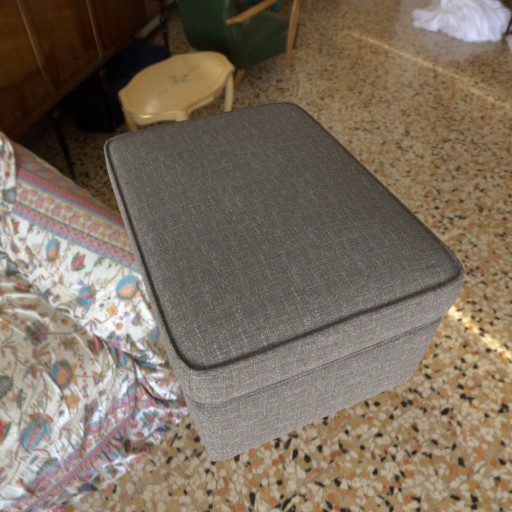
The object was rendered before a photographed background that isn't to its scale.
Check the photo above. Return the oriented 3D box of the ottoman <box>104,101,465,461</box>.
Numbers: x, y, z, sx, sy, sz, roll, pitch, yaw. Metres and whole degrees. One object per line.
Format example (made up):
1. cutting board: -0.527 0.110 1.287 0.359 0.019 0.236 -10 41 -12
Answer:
1. ottoman: 0.000 0.000 1.073 0.549 0.450 0.749 -17 48 -16
